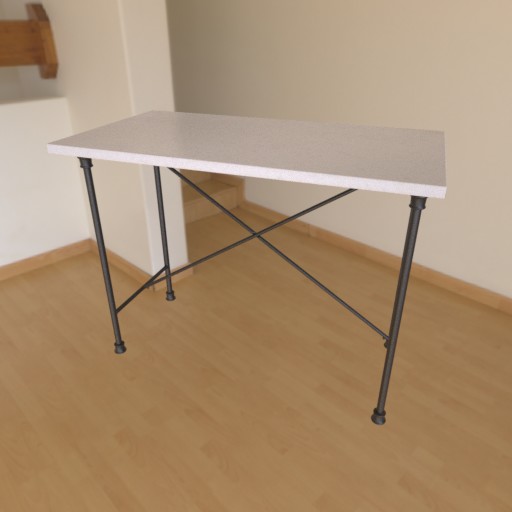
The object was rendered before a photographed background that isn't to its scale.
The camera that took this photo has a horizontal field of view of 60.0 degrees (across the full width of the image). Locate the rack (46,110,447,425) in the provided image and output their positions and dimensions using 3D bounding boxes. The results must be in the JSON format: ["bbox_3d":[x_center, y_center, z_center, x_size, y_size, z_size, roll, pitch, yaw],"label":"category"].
[{"bbox_3d":[0.000,0.000,1.654,1.159,0.880,0.613,10,30,18],"label":"rack"}]
